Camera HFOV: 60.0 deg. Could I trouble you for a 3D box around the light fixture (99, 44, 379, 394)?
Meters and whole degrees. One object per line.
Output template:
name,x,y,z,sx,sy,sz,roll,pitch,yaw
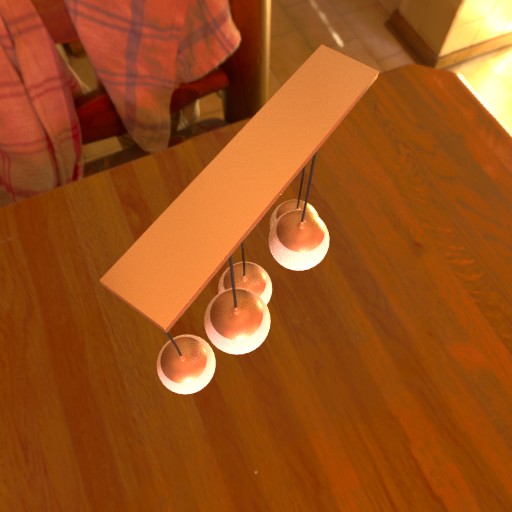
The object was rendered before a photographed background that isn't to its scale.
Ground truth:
light fixture,0.000,0.000,1.304,0.299,0.869,0.863,33,68,15
